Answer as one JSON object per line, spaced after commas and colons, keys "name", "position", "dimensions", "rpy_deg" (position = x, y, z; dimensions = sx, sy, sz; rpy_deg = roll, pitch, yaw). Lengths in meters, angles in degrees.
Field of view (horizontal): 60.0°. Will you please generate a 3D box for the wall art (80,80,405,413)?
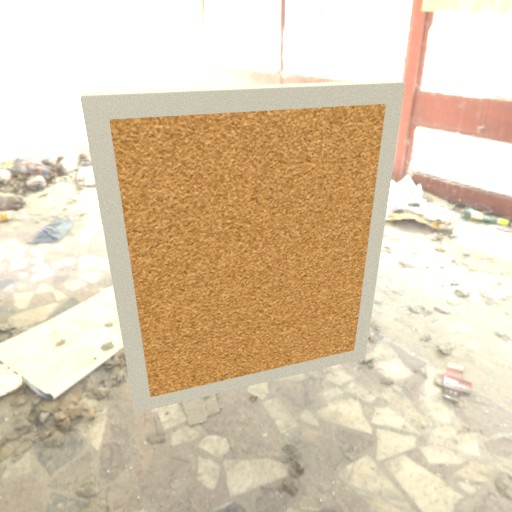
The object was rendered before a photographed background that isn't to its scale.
{"name": "wall art", "position": [0.000, 0.000, 0.530], "dimensions": [0.331, 0.381, 0.028], "rpy_deg": [-9, 29, -16]}
